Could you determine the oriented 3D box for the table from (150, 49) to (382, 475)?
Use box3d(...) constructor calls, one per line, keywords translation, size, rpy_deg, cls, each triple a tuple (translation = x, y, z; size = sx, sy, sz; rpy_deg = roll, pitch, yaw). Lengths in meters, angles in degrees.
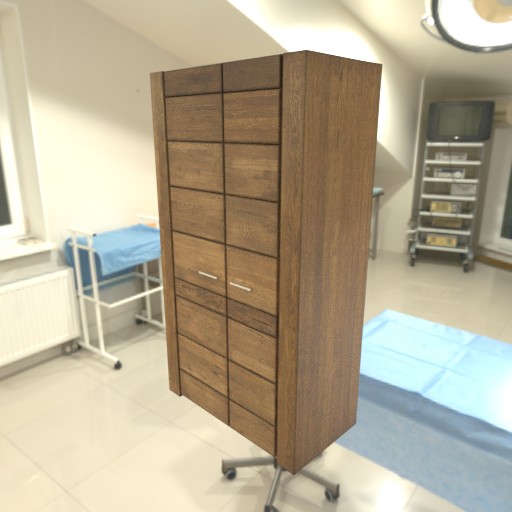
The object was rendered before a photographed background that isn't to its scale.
box3d(translation=(0.000, 0.000, 2.551), size=(1.100, 2.000, 0.600), rpy_deg=(15, 22, 42), cls="table")
